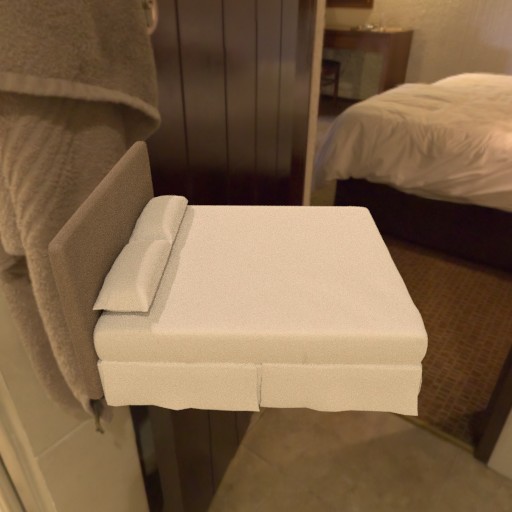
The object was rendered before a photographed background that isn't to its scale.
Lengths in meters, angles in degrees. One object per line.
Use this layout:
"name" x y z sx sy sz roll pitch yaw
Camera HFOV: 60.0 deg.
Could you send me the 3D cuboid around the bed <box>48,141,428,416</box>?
"bed" 0.000 0.000 3.625 2.341 1.317 2.119 0 31 1
